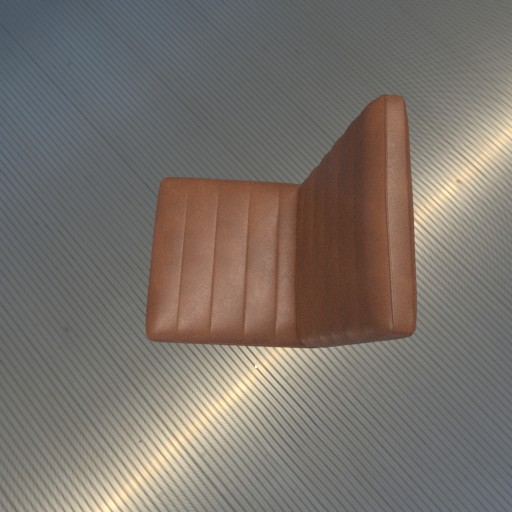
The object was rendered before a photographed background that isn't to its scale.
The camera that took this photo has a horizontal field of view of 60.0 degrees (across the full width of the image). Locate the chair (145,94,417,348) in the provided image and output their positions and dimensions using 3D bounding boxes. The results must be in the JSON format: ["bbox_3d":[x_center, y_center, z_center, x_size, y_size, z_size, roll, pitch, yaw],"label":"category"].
[{"bbox_3d":[0.000,0.000,1.314,0.634,0.930,0.520,2,76,1],"label":"chair"}]
